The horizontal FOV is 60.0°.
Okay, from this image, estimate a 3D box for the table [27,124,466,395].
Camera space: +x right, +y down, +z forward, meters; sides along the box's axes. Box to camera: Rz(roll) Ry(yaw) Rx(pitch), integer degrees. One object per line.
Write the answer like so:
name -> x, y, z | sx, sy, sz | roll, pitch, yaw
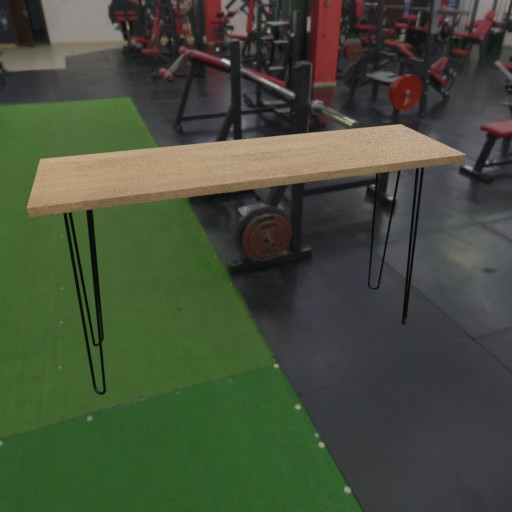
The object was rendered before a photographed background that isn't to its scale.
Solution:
table -> 0.000, 0.000, 1.723 | 1.400, 0.799, 0.399 | -10, 33, -15
